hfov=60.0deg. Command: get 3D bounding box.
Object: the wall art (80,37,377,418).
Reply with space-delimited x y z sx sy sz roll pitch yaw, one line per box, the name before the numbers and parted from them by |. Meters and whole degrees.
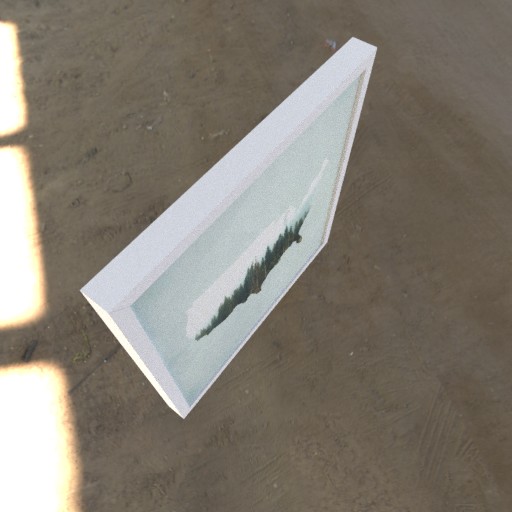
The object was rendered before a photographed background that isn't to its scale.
wall art | 0.000 0.000 0.445 0.024 0.304 0.304 33 65 18
